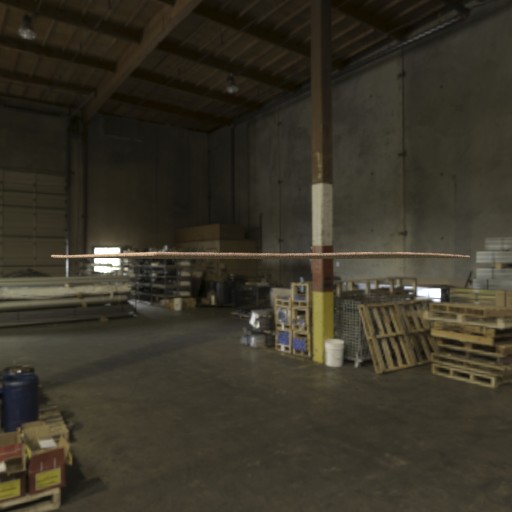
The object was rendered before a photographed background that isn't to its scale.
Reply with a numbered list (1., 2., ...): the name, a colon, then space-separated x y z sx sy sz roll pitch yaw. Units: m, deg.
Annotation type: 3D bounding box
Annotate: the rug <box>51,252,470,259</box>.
1. rug: 0.000 0.000 4.117 3.052 0.043 2.453 0 -1 -36
